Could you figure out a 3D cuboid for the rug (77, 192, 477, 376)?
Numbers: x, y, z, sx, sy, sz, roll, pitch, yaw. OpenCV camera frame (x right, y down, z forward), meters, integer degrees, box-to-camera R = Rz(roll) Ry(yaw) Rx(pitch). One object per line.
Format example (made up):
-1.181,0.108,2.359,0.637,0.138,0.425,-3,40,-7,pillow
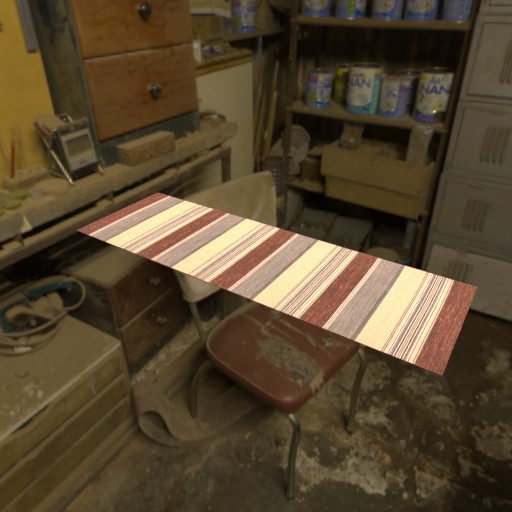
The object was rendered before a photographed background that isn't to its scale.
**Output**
0.000,0.000,2.766,2.437,0.006,0.792,19,36,28,rug
